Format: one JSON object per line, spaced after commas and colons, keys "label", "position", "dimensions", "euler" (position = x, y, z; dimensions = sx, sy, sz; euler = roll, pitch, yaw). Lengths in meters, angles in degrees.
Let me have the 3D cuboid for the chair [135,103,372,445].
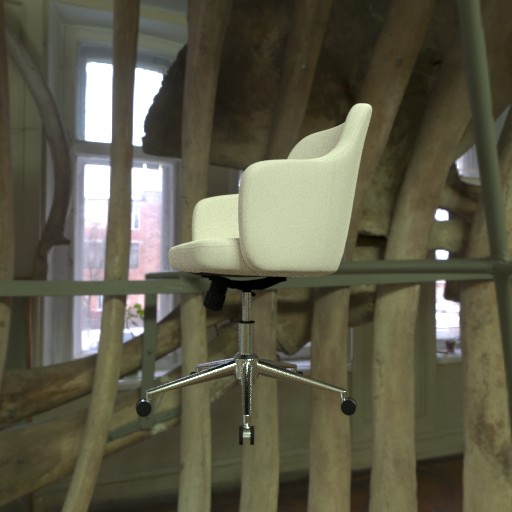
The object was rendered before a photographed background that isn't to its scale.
{"label": "chair", "position": [0.000, 0.000, 1.244], "dimensions": [0.647, 0.819, 0.602], "euler": [0, -1, -19]}
